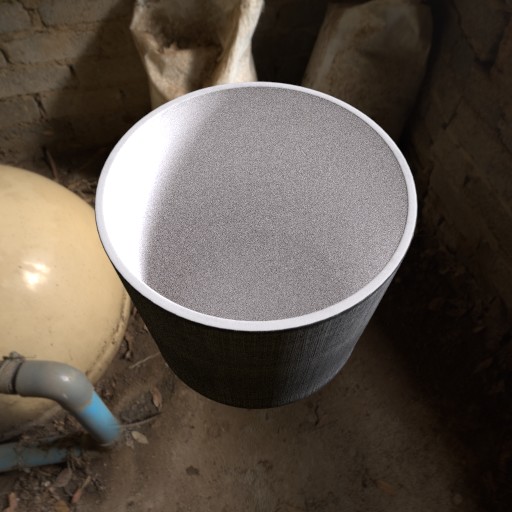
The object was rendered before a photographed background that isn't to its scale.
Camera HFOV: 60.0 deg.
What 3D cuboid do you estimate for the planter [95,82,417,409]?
[{"bbox_3d":[0.000,0.000,0.448,0.254,0.221,0.254,0,58,0],"label":"planter"}]
